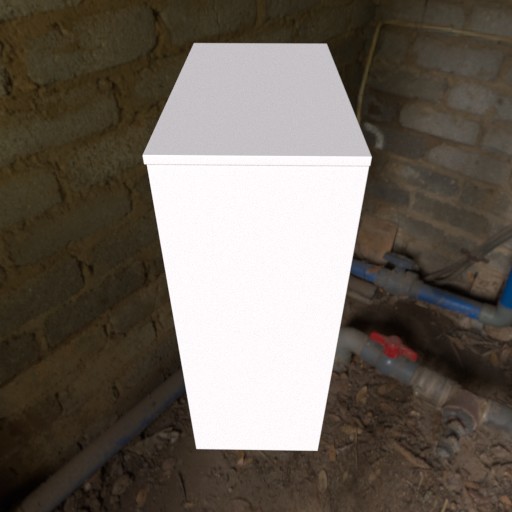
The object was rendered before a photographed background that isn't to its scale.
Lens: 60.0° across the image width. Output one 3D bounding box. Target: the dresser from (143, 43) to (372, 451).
[{"bbox_3d":[0.000,0.000,1.342,0.401,1.021,0.704,1,40,1],"label":"dresser"}]
